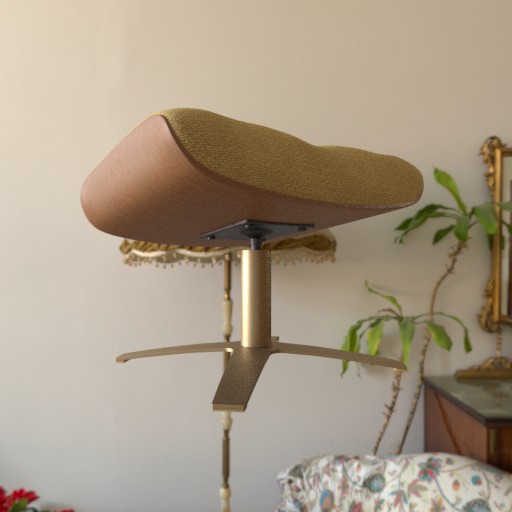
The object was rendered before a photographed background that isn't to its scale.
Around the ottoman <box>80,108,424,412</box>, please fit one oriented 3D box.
[{"bbox_3d":[0.000,0.000,0.803,0.520,0.391,0.394,1,-1,-37],"label":"ottoman"}]
